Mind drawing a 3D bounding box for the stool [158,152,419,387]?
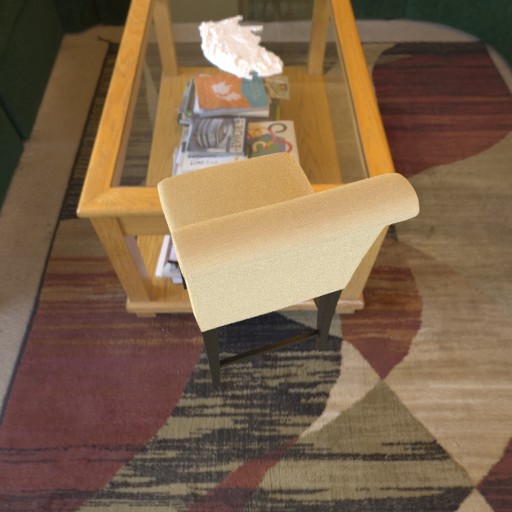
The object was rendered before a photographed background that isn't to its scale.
[{"bbox_3d":[0.000,0.000,1.308,0.452,0.976,0.597,-16,58,-10],"label":"stool"}]
